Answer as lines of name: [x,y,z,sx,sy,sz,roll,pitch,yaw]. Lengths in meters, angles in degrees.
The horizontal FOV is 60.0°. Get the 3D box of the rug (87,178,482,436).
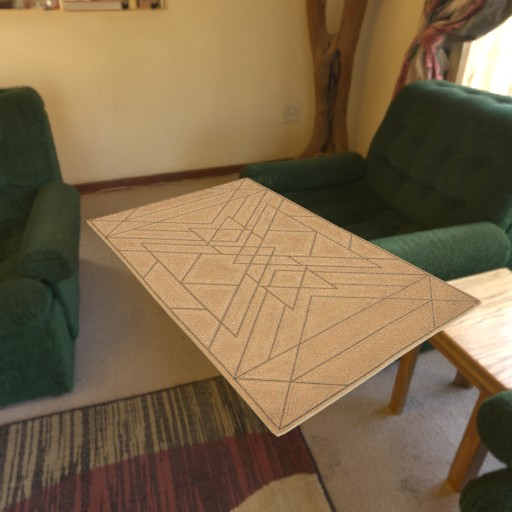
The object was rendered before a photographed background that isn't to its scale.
rug: [0.000,0.000,3.093,1.575,0.023,2.459,-21,37,-30]
